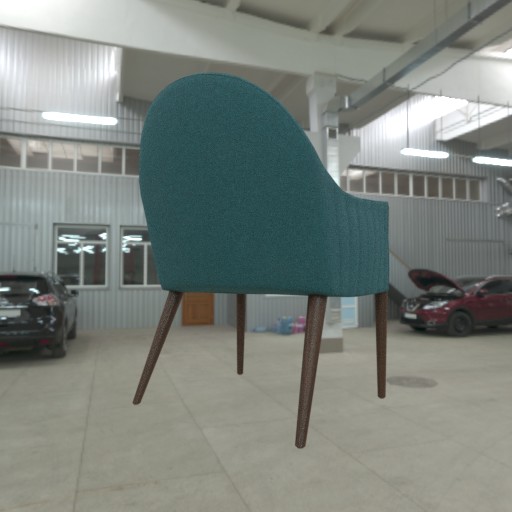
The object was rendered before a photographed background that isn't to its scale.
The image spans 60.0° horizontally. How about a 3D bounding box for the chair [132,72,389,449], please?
[{"bbox_3d":[0.000,0.000,1.381,0.656,0.907,0.652,-2,-3,36],"label":"chair"}]
